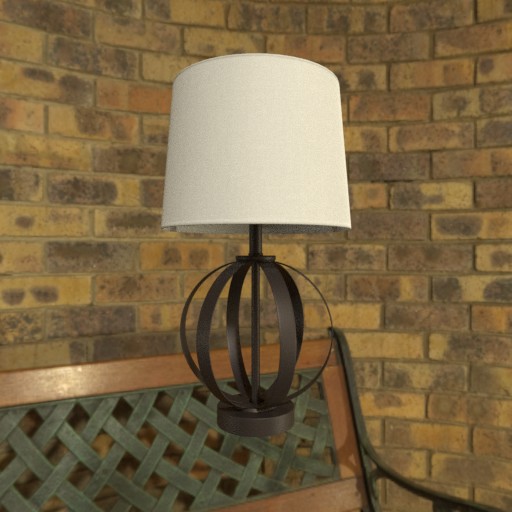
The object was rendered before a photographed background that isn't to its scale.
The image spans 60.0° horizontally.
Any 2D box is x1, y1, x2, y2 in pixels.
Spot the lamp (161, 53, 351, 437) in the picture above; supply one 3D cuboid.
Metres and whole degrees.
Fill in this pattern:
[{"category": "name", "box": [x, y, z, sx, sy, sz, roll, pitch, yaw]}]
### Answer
[{"category": "lamp", "box": [0.000, 0.000, 0.683, 0.286, 0.510, 0.286, 0, 0, 0]}]
